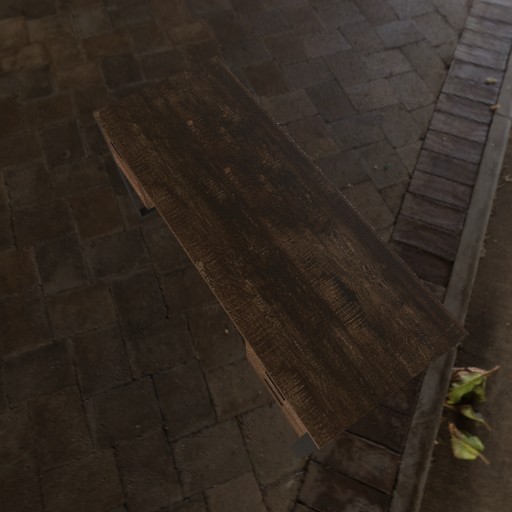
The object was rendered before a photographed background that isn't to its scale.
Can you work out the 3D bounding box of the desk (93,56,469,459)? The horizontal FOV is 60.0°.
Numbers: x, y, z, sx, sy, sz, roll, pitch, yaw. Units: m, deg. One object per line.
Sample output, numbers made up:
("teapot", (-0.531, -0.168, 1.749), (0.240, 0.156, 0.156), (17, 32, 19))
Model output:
("desk", (0.000, 0.000, 1.945), (0.599, 0.762, 1.524), (-31, 68, -14))
